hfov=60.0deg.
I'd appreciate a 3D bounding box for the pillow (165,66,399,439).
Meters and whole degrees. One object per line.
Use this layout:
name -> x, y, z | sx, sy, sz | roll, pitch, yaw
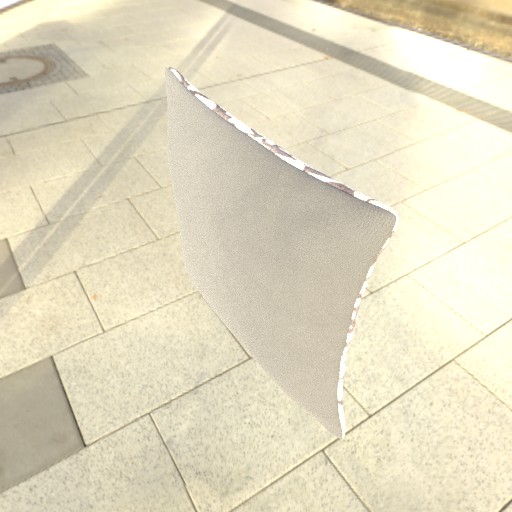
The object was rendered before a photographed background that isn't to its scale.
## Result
pillow -> 0.000, 0.000, 0.783 | 0.166, 0.507, 0.526 | -25, 48, -25
